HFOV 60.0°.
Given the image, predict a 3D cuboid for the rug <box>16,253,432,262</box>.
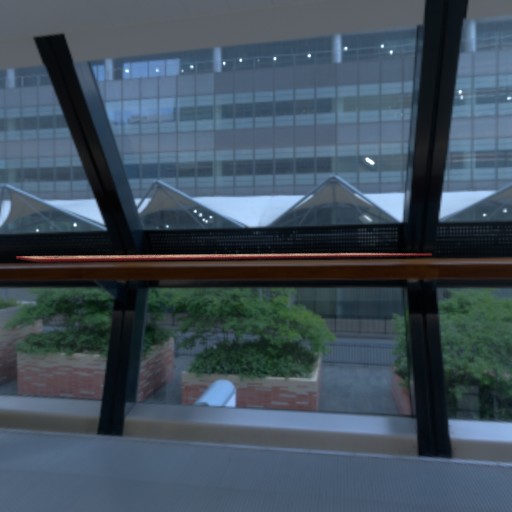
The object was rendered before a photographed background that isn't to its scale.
[{"bbox_3d":[0.000,0.000,2.467,2.292,0.015,0.659,-1,1,-35],"label":"rug"}]
